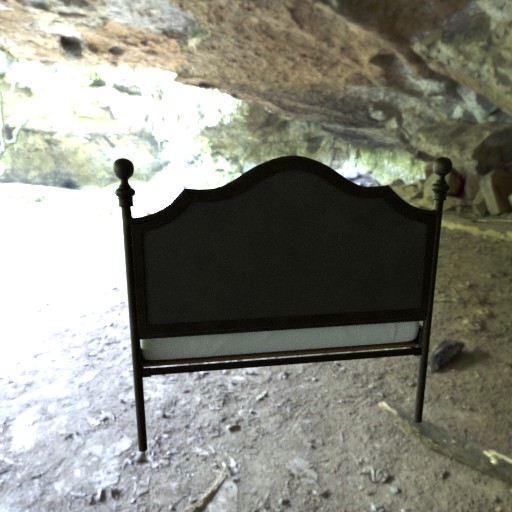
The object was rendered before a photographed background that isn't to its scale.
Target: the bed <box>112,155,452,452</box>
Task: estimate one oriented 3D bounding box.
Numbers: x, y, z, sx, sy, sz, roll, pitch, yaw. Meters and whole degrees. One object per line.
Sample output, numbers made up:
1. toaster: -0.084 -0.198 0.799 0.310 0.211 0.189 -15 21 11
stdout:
1. bed: 0.000 0.000 3.291 1.642 1.499 2.224 -2 14 -9
